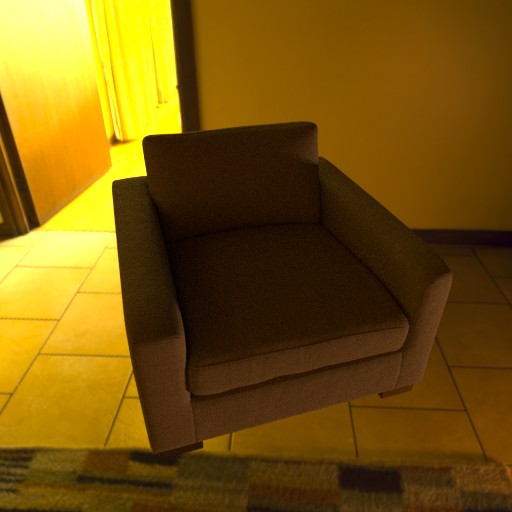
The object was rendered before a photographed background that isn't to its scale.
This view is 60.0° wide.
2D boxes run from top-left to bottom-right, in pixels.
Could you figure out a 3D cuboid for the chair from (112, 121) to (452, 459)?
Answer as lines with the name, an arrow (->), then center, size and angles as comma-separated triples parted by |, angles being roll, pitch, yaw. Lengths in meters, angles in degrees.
chair -> 0.000, 0.000, 1.836 | 1.070, 0.847, 1.100 | -10, 34, -15
